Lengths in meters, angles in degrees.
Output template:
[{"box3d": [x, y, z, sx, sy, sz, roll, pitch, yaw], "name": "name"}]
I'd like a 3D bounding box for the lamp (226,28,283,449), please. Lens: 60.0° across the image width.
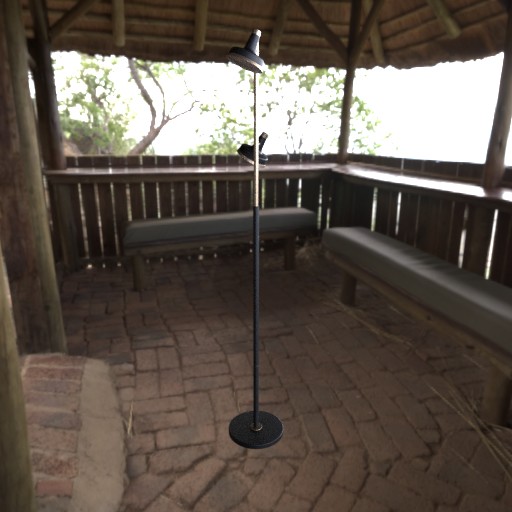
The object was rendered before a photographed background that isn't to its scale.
[{"box3d": [0.000, 0.000, 1.828, 0.253, 1.674, 0.351, 2, 15, 8], "name": "lamp"}]
